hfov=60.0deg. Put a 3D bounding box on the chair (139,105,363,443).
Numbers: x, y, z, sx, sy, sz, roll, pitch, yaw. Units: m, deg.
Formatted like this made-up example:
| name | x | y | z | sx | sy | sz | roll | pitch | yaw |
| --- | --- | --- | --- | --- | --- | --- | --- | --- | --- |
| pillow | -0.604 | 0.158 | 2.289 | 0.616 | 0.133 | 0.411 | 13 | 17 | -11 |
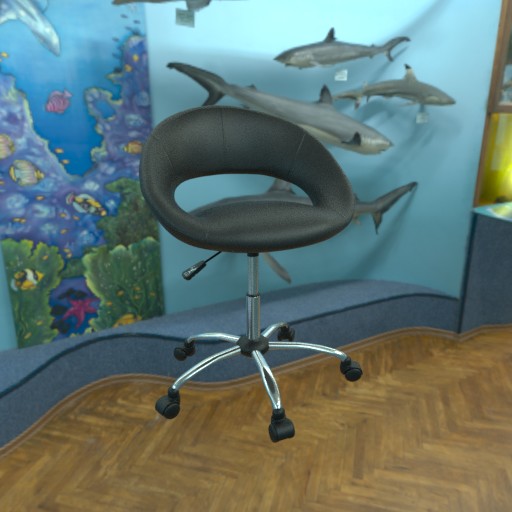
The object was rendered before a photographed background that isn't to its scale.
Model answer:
| name | x | y | z | sx | sy | sz | roll | pitch | yaw |
| --- | --- | --- | --- | --- | --- | --- | --- | --- | --- |
| chair | 0.000 | 0.000 | 1.207 | 0.612 | 0.791 | 0.538 | -9 | 19 | -27 |
